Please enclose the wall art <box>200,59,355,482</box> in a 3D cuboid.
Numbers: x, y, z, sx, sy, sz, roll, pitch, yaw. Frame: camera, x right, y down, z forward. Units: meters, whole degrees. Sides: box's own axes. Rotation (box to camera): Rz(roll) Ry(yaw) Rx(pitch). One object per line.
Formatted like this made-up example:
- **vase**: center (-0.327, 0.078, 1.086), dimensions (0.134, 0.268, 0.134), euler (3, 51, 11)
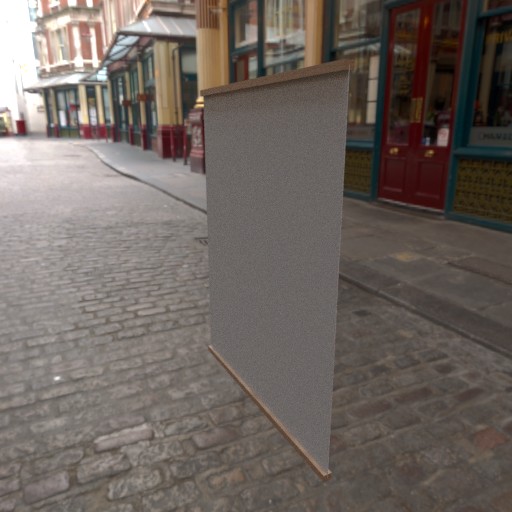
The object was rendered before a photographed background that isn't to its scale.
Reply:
- **wall art**: center (0.000, 0.000, 0.682), dimensions (0.012, 0.508, 0.405), euler (-8, 18, -26)
